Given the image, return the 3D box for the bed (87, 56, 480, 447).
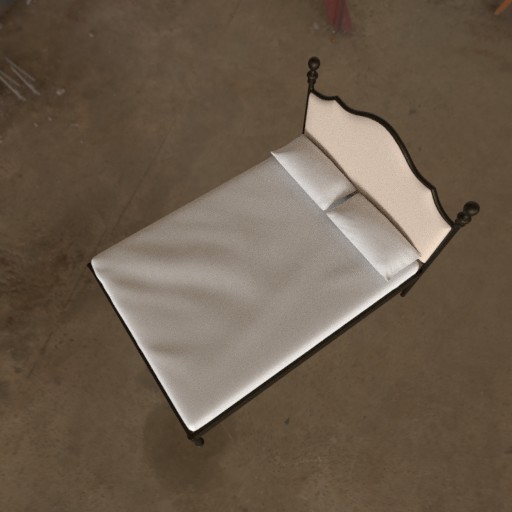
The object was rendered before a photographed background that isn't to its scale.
[{"bbox_3d":[0.000,0.000,3.343,2.224,1.499,1.642,-32,68,-15],"label":"bed"}]
